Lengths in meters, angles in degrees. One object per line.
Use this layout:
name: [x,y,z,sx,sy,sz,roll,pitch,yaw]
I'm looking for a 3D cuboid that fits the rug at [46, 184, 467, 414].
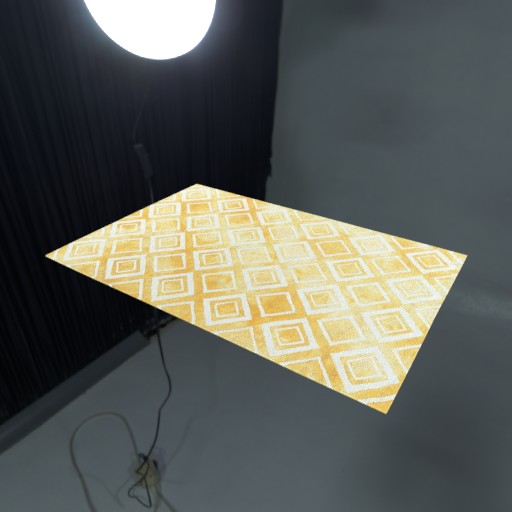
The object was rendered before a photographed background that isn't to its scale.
rug: [0.000,0.000,2.303,1.829,0.010,1.213,19,35,28]
